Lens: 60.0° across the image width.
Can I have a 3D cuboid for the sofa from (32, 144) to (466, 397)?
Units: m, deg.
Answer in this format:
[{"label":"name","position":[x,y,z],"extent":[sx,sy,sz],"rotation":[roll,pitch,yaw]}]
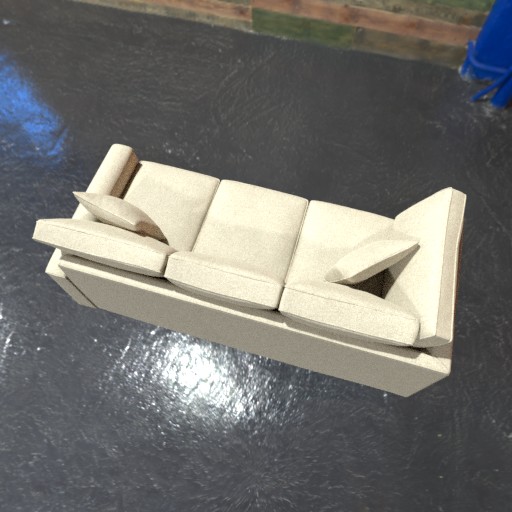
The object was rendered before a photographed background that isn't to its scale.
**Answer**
[{"label":"sofa","position":[0.000,0.000,2.829],"extent":[2.323,0.948,1.053],"rotation":[15,64,7]}]
